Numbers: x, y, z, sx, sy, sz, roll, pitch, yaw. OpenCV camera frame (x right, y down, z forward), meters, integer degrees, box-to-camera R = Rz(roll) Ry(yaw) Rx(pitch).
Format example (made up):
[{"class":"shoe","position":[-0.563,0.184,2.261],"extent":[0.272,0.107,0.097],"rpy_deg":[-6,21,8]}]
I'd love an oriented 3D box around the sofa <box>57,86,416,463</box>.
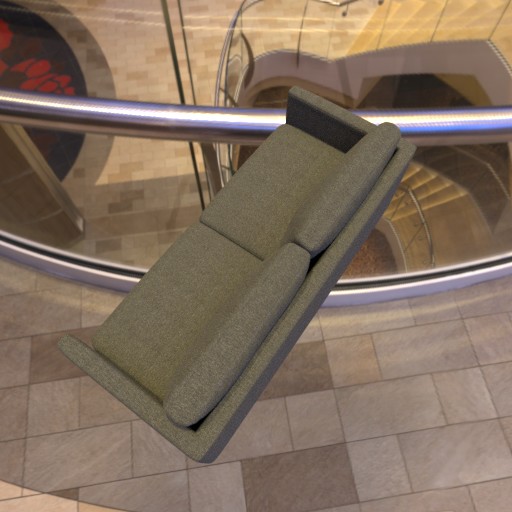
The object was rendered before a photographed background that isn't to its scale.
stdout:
[{"class":"sofa","position":[0.000,0.000,2.718],"extent":[0.948,0.965,2.208],"rpy_deg":[33,68,15]}]
